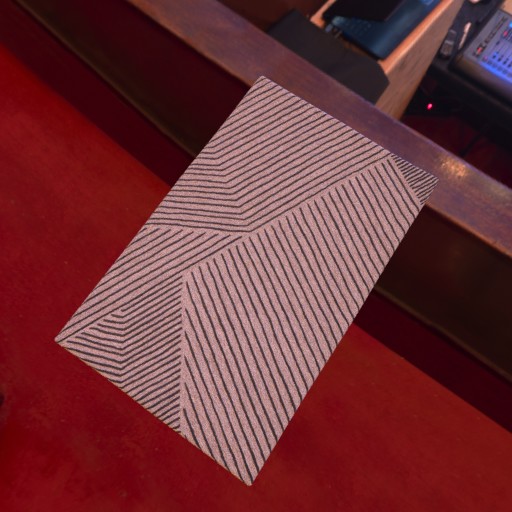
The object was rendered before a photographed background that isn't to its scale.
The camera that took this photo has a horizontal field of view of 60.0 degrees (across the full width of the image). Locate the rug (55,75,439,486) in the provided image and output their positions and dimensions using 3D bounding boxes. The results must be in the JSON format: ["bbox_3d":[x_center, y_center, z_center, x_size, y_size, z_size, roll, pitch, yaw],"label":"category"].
[{"bbox_3d":[0.000,0.000,3.013,1.539,0.023,2.406,33,78,8],"label":"rug"}]
